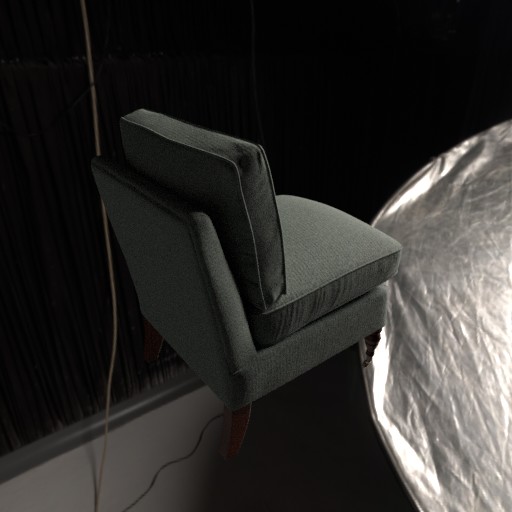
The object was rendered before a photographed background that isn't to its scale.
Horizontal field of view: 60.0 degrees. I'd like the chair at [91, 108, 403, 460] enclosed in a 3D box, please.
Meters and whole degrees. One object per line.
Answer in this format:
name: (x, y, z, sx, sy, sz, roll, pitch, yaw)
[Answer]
chair: (0.000, 0.000, 1.454, 0.796, 0.901, 0.624, -19, 33, -32)
